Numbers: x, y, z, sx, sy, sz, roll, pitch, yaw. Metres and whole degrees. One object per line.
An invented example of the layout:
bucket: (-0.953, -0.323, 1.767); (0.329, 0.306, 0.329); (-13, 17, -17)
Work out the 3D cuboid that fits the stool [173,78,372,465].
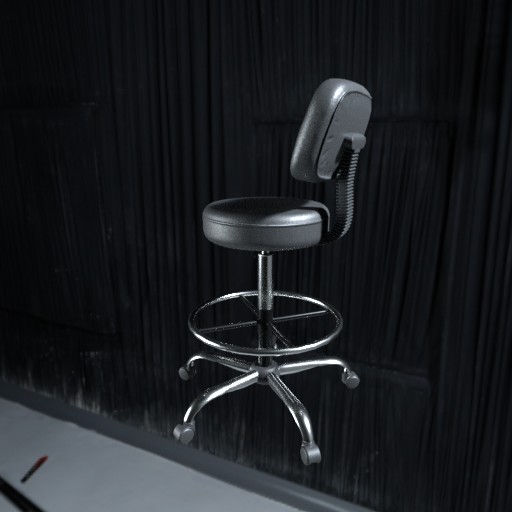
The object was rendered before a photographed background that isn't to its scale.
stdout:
stool: (0.000, 0.000, 1.484); (0.658, 1.069, 0.694); (7, 17, 25)
